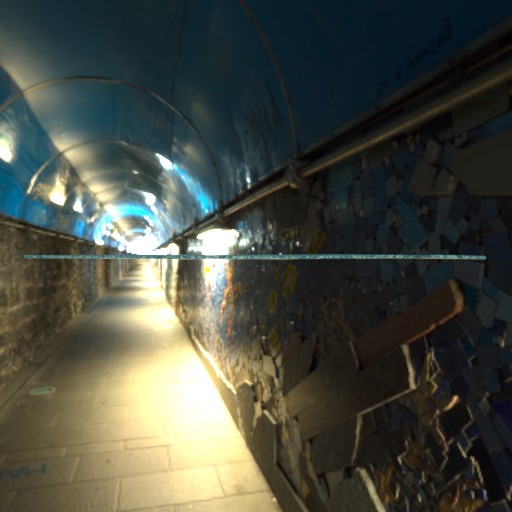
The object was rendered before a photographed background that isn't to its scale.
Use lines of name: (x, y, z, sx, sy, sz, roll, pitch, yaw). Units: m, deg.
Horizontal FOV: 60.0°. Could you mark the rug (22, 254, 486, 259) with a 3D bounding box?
rug: (0.000, 0.000, 2.197, 1.728, 0.017, 1.136, 0, 0, 1)
